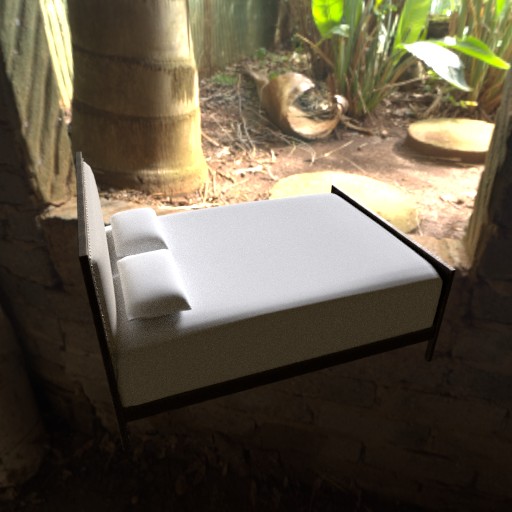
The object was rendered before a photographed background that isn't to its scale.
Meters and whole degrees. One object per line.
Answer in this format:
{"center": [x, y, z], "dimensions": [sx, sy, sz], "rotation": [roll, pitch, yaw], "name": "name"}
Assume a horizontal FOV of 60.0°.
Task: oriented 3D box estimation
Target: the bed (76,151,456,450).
{"center": [0.000, 0.000, 3.236], "dimensions": [2.221, 1.313, 1.607], "rotation": [-10, 32, -17], "name": "bed"}
